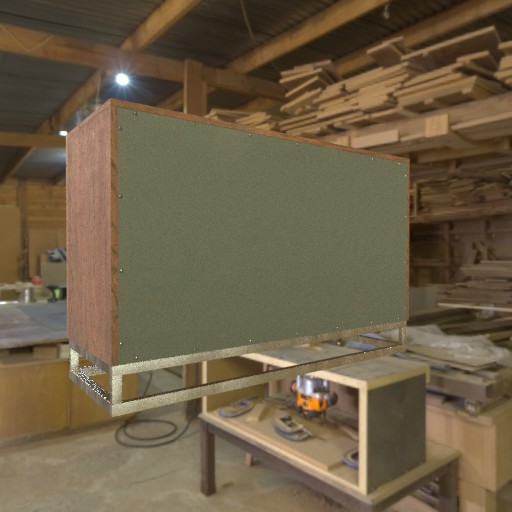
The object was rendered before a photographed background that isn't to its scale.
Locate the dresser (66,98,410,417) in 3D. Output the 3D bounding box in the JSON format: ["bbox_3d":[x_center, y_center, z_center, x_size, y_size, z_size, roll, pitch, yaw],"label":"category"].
[{"bbox_3d":[0.000,0.000,2.202,1.646,1.061,0.623,-1,1,-36],"label":"dresser"}]
